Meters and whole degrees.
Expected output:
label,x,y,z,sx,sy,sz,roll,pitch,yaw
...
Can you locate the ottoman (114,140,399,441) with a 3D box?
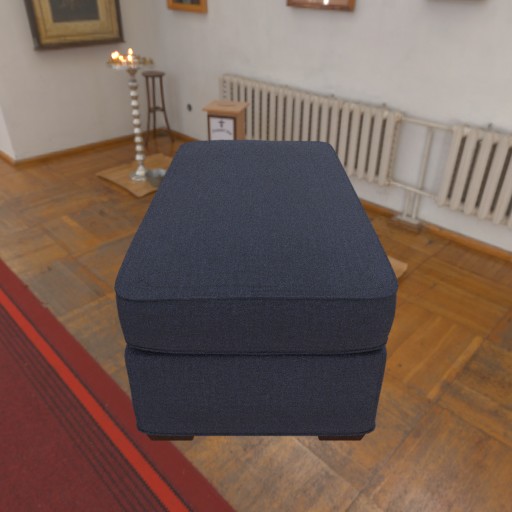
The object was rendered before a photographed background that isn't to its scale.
label,x,y,z,sx,sy,sz,roll,pitch,yaw
ottoman,0.000,0.000,1.200,0.505,0.453,0.895,0,31,0
